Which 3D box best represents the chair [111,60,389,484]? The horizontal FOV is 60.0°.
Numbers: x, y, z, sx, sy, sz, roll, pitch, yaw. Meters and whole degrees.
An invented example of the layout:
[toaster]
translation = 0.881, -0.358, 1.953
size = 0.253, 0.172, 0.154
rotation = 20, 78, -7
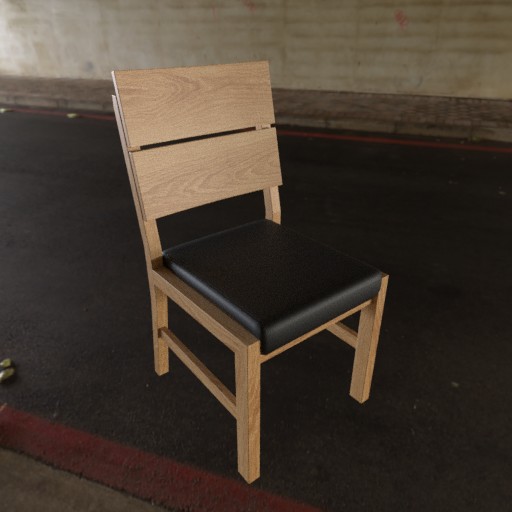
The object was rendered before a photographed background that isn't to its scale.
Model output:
[chair]
translation = 0.000, 0.000, 1.239
size = 0.475, 0.950, 0.569
rotation = -20, 34, -33
